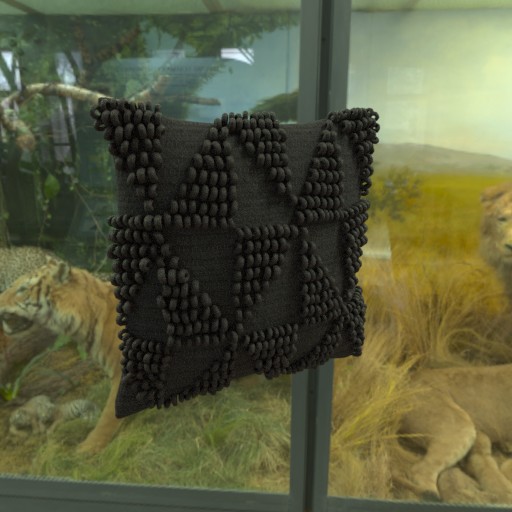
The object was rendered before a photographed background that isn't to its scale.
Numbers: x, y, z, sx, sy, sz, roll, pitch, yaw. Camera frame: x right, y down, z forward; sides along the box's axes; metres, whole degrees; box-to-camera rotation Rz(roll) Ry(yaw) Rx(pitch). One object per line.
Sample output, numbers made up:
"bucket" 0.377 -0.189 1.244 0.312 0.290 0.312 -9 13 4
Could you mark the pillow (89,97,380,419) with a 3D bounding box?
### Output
"pillow" 0.000 0.000 0.712 0.470 0.467 0.172 -7 16 -26
